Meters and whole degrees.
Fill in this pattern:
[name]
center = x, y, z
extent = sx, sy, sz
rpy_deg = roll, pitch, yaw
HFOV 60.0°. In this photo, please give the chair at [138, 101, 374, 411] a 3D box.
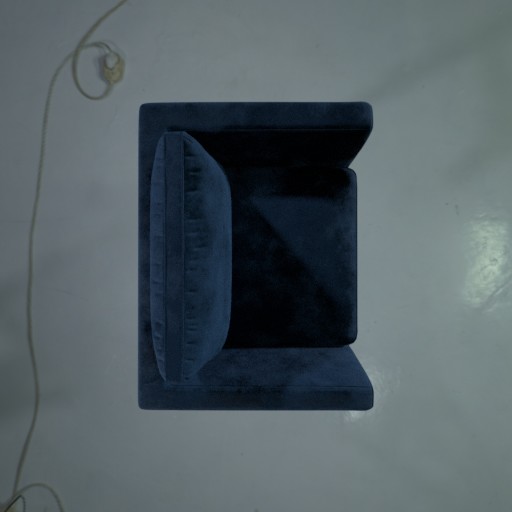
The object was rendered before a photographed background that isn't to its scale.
[chair]
center = 0.000, 0.000, 1.609
extent = 0.746, 0.893, 0.977
rpy_deg = 0, 90, 0
